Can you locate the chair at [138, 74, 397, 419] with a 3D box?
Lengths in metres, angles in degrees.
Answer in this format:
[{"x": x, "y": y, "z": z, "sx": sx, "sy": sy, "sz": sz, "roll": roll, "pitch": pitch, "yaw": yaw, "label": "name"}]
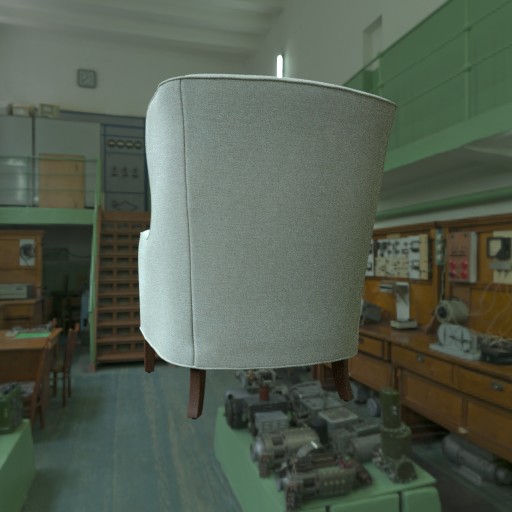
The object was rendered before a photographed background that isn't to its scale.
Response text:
[{"x": 0.000, "y": 0.000, "z": 1.705, "sx": 0.838, "sy": 1.040, "sz": 0.966, "roll": 0, "pitch": 0, "yaw": -18, "label": "chair"}]
